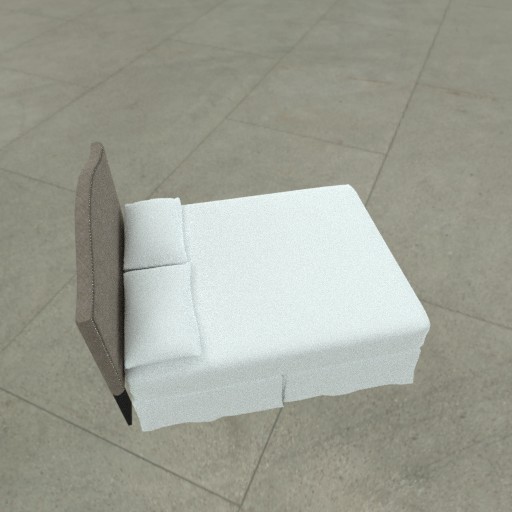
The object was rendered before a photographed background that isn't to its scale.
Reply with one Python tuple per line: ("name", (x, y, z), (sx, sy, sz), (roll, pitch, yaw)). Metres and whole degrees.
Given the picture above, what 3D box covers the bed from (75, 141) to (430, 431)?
("bed", (0.000, 0.000, 3.241), (2.153, 1.518, 1.713), (-9, 47, -8))
